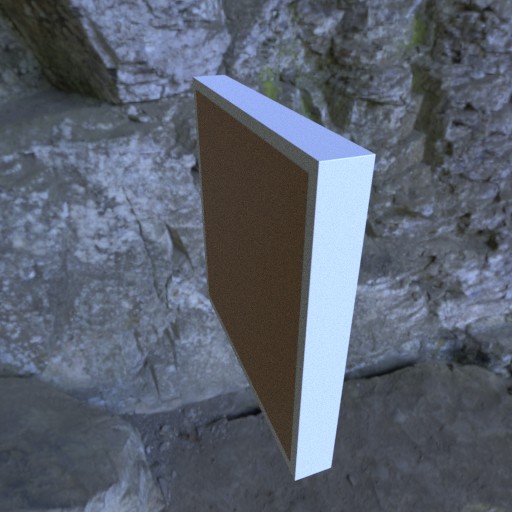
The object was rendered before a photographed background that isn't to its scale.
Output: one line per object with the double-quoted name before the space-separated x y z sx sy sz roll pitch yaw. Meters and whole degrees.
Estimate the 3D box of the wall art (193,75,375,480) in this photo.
"wall art" 0.000 0.000 0.458 0.038 0.305 0.305 -11 33 -18
